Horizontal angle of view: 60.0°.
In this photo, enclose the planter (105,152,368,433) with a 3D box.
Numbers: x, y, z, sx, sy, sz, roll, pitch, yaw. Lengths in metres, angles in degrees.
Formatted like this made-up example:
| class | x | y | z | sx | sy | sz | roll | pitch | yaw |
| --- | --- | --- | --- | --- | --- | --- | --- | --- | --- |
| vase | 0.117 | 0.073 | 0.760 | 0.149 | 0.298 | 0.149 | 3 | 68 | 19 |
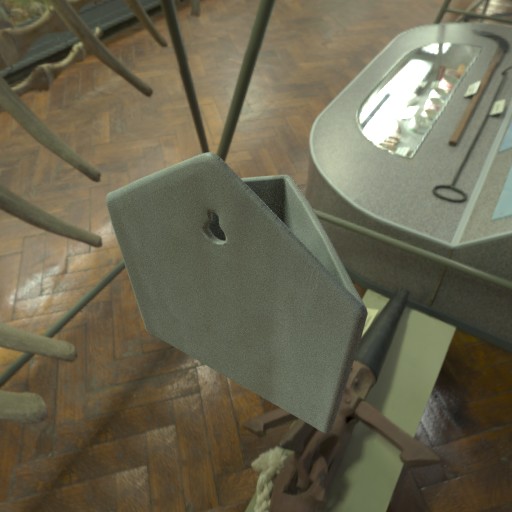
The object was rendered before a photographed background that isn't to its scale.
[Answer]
| class | x | y | z | sx | sy | sz | roll | pitch | yaw |
| --- | --- | --- | --- | --- | --- | --- | --- | --- | --- |
| planter | 0.000 | 0.000 | 0.280 | 0.163 | 0.194 | 0.080 | 24 | 51 | 21 |
